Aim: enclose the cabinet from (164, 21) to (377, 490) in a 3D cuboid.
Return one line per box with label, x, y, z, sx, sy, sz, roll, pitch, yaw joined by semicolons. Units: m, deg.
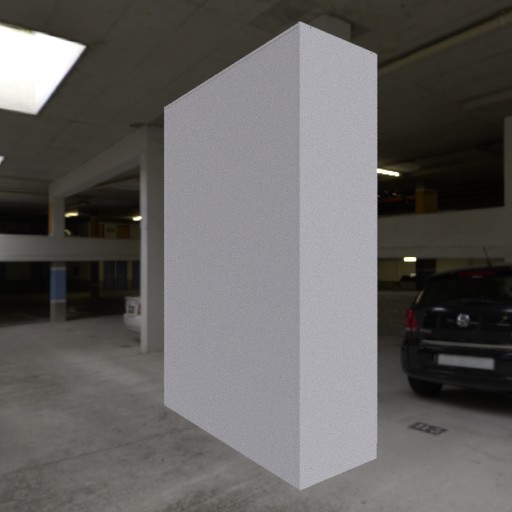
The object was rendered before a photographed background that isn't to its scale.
cabinet;0.000;0.000;2.475;0.510;1.910;1.290;0;0;-36
